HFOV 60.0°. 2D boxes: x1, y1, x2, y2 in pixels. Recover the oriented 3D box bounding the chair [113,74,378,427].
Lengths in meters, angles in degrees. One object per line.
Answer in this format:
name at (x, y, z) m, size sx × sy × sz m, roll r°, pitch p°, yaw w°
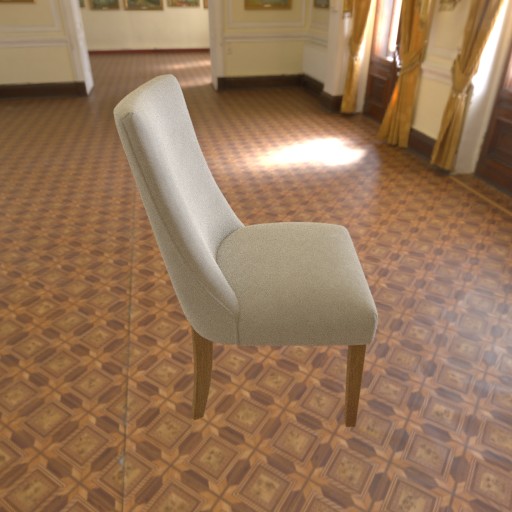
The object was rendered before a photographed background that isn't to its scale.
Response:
chair at (0.000, 0.000, 1.257) m, size 0.610 × 0.902 × 0.495 m, roll 0°, pitch 31°, yaw 1°
